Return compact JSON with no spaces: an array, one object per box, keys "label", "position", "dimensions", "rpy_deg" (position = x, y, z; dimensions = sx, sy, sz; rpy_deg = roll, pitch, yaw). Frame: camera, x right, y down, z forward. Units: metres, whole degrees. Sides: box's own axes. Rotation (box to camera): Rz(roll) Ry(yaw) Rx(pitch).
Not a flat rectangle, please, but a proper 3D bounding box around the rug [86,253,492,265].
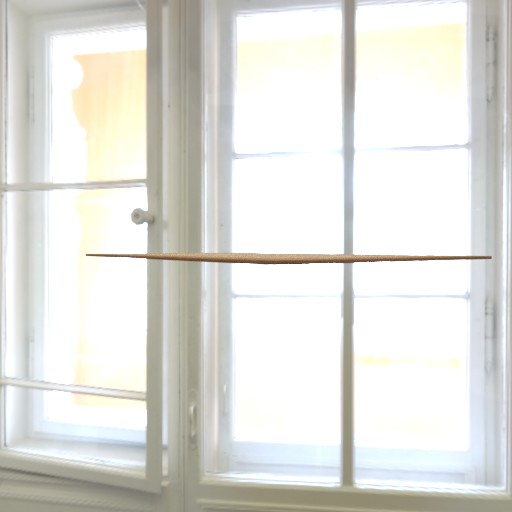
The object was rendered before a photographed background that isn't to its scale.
[{"label":"rug","position":[0.000,0.000,2.313],"dimensions":[1.219,0.014,1.829],"rpy_deg":[-1,1,-36]}]
